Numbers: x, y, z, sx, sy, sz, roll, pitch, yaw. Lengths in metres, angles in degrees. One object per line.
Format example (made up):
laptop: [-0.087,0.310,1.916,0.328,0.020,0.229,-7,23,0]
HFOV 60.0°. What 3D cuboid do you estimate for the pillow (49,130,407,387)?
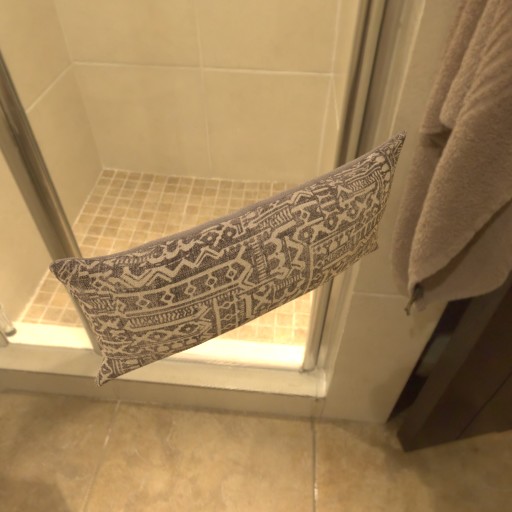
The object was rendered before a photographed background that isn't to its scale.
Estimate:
pillow: [0.000,0.000,0.756,0.631,0.290,0.148,-24,50,-22]
